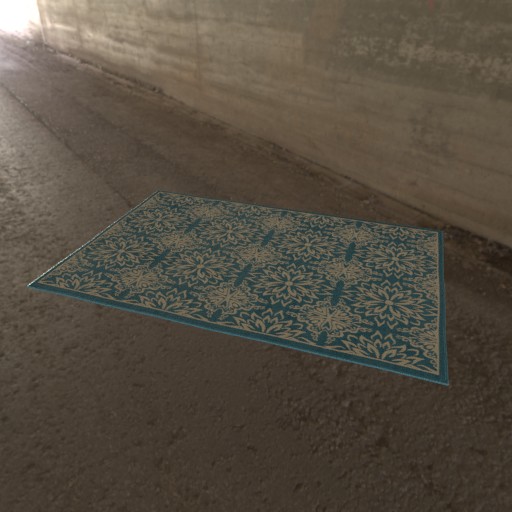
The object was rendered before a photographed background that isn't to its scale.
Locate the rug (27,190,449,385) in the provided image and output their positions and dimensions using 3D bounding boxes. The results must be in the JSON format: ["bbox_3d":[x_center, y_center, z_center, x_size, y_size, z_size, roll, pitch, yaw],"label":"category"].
[{"bbox_3d":[0.000,0.000,2.288,1.833,0.012,1.211,10,33,16],"label":"rug"}]
